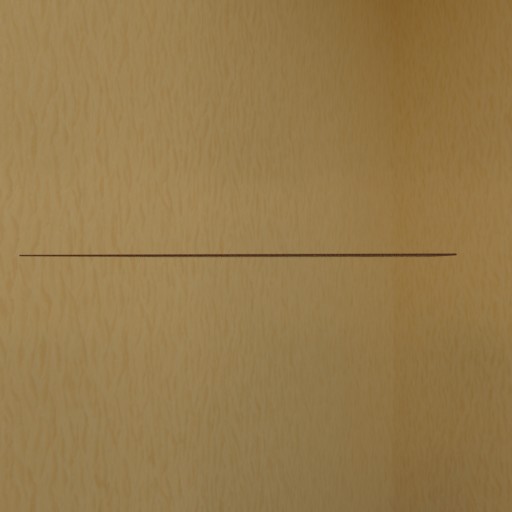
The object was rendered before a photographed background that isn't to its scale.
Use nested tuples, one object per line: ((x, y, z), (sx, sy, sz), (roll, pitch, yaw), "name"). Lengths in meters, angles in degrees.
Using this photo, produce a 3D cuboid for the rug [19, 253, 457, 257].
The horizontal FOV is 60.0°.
((0.000, 0.000, 4.171), (3.197, 0.013, 2.381), (0, 0, 18), "rug")
